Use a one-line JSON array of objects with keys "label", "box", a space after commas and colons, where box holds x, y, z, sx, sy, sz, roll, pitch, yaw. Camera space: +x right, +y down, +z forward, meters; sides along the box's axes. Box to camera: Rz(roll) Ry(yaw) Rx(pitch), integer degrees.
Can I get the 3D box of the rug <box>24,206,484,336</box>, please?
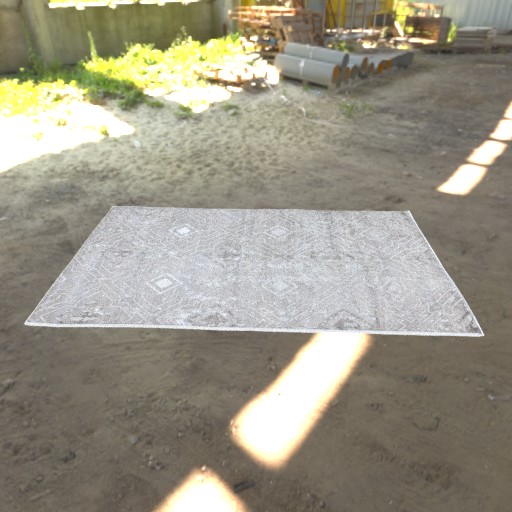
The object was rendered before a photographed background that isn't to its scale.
[{"label": "rug", "box": [0.000, 0.000, 2.997, 2.447, 0.036, 1.537, 1, 31, 2]}]
